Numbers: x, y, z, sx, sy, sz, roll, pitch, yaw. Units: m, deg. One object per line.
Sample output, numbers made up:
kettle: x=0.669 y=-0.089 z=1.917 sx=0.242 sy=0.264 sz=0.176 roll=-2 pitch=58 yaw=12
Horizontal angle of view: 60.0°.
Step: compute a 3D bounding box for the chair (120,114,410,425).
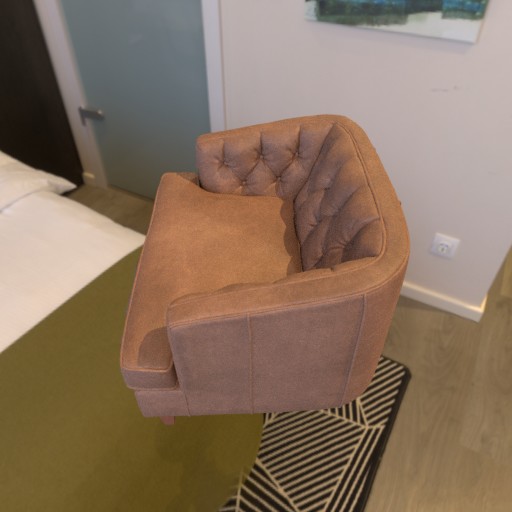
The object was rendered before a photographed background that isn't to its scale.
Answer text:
chair: x=0.000 y=0.000 z=1.759 sx=0.914 sy=0.787 sz=1.118 roll=-1 pitch=42 yaw=-1
